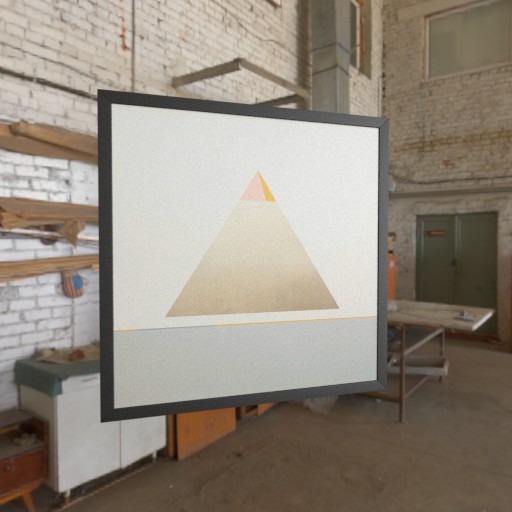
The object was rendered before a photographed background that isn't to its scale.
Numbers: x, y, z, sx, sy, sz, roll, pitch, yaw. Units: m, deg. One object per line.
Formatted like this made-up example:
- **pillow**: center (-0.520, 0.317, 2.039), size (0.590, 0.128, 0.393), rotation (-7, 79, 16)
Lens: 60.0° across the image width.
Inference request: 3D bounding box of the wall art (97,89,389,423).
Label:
- **wall art**: center (0.000, 0.000, 0.769), size (0.513, 0.511, 0.028), rotation (-1, 2, -18)
